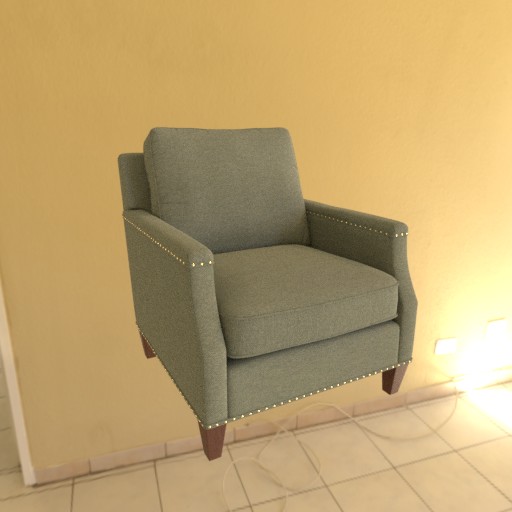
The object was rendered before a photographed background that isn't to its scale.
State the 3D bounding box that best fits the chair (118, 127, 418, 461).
[{"bbox_3d":[0.000,0.000,1.845,0.885,1.031,1.031,-8,18,-27],"label":"chair"}]
